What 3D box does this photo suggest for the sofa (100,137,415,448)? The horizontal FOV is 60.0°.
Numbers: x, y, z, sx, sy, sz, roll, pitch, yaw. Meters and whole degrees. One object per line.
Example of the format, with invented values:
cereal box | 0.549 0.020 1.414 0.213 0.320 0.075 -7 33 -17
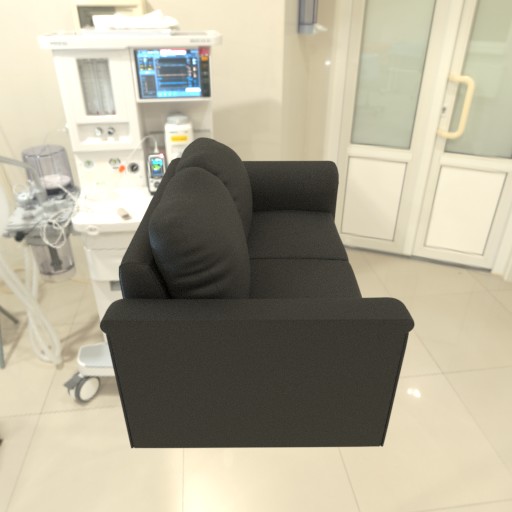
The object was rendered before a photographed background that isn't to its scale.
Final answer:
sofa | 0.000 0.000 1.922 0.887 0.845 1.386 0 30 0
